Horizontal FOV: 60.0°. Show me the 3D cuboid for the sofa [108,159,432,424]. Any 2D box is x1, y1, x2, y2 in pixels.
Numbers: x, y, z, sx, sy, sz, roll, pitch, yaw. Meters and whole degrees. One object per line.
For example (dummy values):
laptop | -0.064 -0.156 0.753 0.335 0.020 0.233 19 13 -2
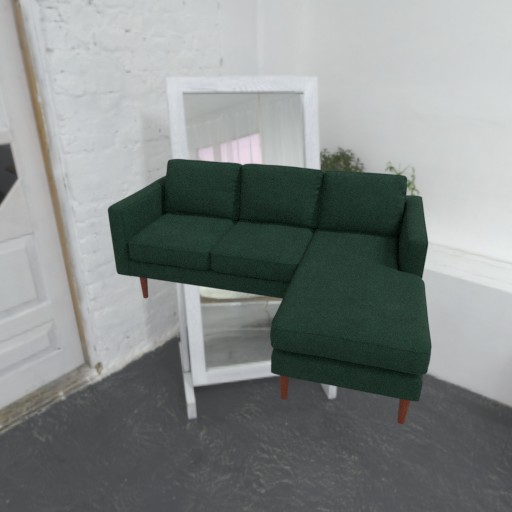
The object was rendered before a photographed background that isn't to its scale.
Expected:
sofa | 0.000 0.000 2.827 2.030 0.899 1.580 7 26 15
